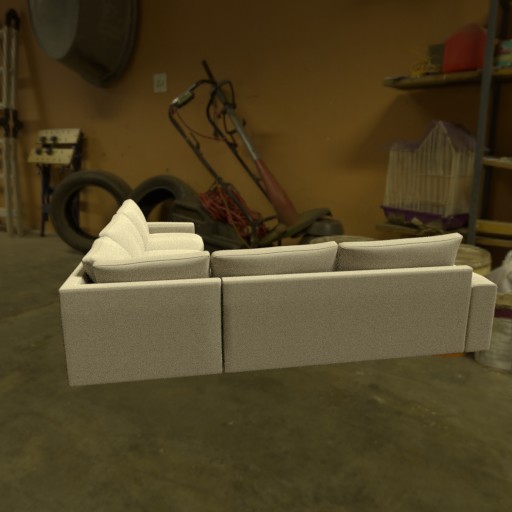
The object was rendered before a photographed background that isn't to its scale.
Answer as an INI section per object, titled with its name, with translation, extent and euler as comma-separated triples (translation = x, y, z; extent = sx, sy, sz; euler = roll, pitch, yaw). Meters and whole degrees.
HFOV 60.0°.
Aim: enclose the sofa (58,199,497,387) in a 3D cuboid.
[sofa]
translation = 0.000, 0.000, 4.566
extent = 3.066, 0.918, 3.206
euler = -2, 14, -10
